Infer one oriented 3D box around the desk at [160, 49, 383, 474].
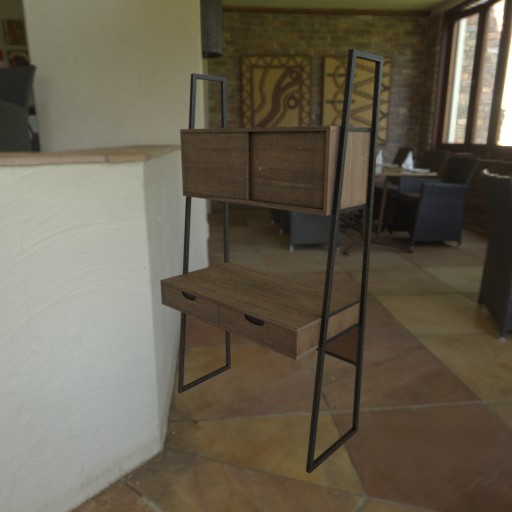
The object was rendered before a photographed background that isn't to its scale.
[{"bbox_3d":[0.000,0.000,2.224,0.982,1.809,0.515,14,20,41],"label":"desk"}]
